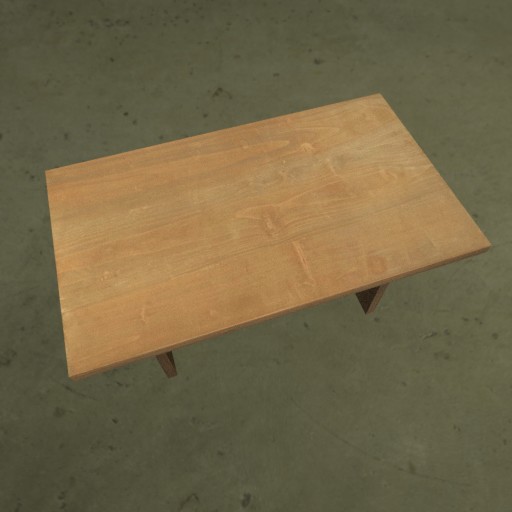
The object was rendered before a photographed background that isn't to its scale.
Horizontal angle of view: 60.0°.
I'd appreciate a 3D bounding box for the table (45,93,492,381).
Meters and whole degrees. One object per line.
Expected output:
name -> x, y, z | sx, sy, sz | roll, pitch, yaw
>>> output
table -> 0.000, 0.000, 2.148 | 1.609, 0.780, 0.946 | -16, 60, -10
